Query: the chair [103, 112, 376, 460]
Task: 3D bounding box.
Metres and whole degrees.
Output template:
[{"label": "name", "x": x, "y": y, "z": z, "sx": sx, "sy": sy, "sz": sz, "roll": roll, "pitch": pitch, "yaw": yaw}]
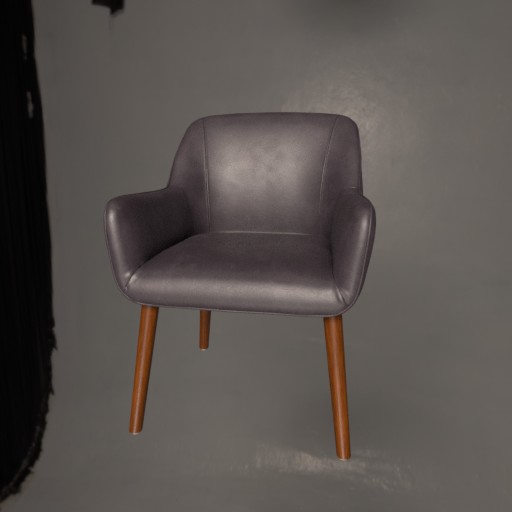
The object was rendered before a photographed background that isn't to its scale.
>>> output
[{"label": "chair", "x": 0.000, "y": 0.000, "z": 1.261, "sx": 0.610, "sy": 0.828, "sz": 0.610, "roll": 2, "pitch": 13, "yaw": 11}]
